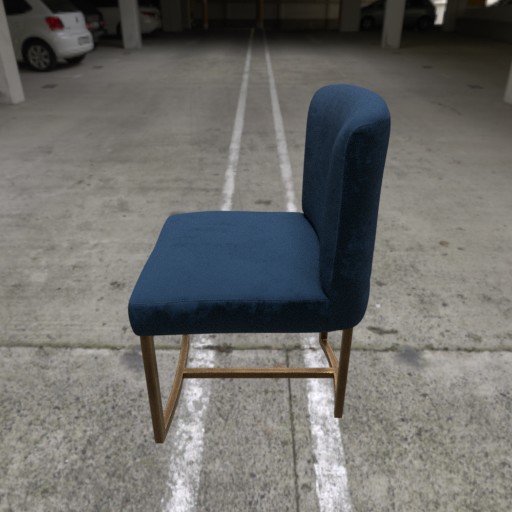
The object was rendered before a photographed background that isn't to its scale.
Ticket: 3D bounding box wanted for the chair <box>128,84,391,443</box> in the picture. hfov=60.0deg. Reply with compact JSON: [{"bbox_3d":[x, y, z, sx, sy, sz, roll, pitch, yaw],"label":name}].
[{"bbox_3d":[0.000,0.000,1.168,0.560,0.824,0.530,0,27,0],"label":"chair"}]
